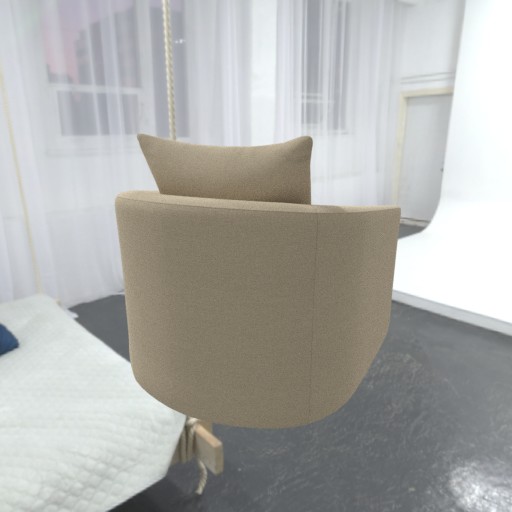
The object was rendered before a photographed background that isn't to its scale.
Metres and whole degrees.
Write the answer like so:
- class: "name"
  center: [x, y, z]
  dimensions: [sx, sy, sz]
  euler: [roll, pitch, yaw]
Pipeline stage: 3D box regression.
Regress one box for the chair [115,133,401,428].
- class: "chair"
  center: [0.000, 0.000, 1.591]
  dimensions: [0.845, 0.848, 0.910]
  euler: [8, 18, 27]
